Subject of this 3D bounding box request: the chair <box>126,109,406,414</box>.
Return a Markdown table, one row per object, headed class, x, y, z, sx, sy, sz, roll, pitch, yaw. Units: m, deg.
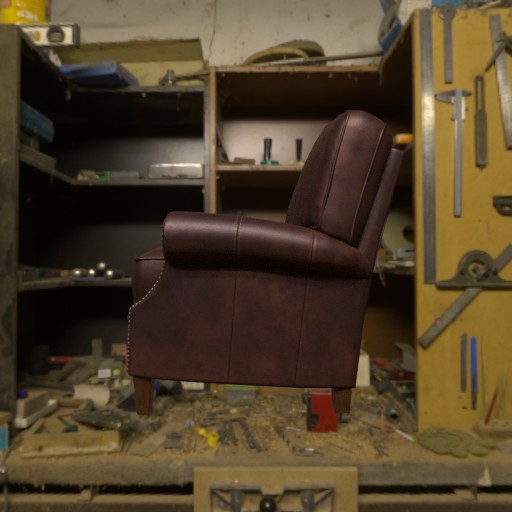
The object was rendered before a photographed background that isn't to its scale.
| class | x | y | z | sx | sy | sz | roll | pitch | yaw |
| --- | --- | --- | --- | --- | --- | --- | --- | --- | --- |
| chair | 0.000 | 0.000 | 1.784 | 0.986 | 1.018 | 0.936 | 0 | 0 | 1 |
